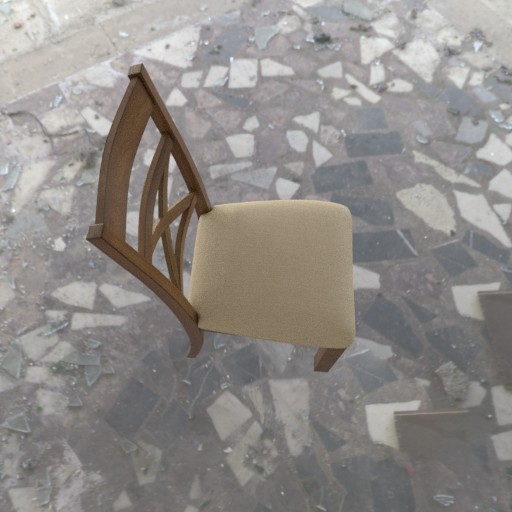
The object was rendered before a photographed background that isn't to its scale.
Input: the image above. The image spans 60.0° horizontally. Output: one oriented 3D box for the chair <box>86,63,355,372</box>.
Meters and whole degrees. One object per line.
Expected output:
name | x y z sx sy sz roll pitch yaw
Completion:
chair | 0.000 0.000 1.254 0.581 0.949 0.461 3 65 2
